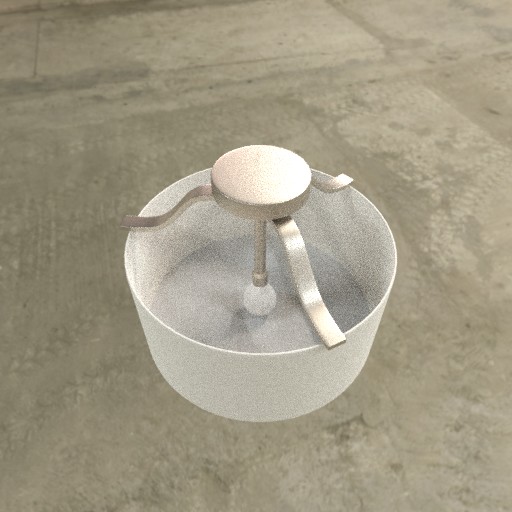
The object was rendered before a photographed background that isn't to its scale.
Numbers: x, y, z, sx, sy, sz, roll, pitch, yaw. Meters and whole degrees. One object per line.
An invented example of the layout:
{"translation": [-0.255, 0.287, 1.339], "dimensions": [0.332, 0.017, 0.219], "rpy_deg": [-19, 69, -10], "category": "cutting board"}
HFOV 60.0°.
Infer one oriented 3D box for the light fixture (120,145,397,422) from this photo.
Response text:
{"translation": [0.000, 0.000, 0.661], "dimensions": [0.395, 0.304, 0.395], "rpy_deg": [0, 46, 0], "category": "light fixture"}
